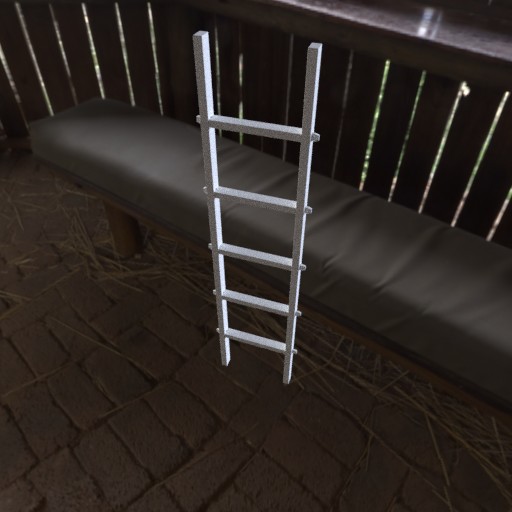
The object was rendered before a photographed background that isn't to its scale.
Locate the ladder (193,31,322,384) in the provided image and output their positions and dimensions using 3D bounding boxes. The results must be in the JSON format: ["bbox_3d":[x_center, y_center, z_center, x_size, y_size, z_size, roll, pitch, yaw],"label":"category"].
[{"bbox_3d":[0.000,0.000,1.965,0.452,1.797,0.051,13,44,14],"label":"ladder"}]
